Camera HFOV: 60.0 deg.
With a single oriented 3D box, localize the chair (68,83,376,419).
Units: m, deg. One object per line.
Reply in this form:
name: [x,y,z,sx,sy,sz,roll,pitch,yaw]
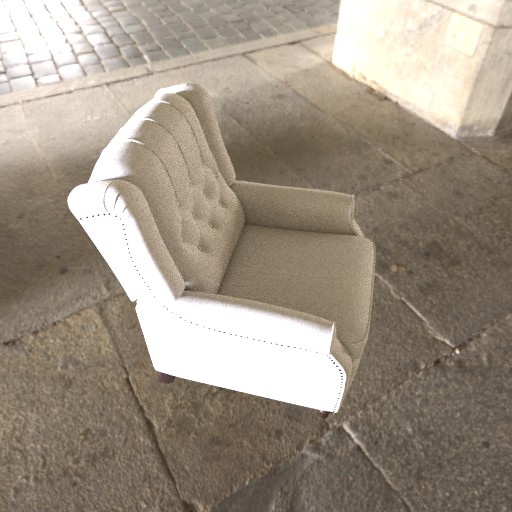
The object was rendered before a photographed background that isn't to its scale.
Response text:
chair: [0.000,0.000,1.654,0.902,1.035,0.742,10,47,10]
